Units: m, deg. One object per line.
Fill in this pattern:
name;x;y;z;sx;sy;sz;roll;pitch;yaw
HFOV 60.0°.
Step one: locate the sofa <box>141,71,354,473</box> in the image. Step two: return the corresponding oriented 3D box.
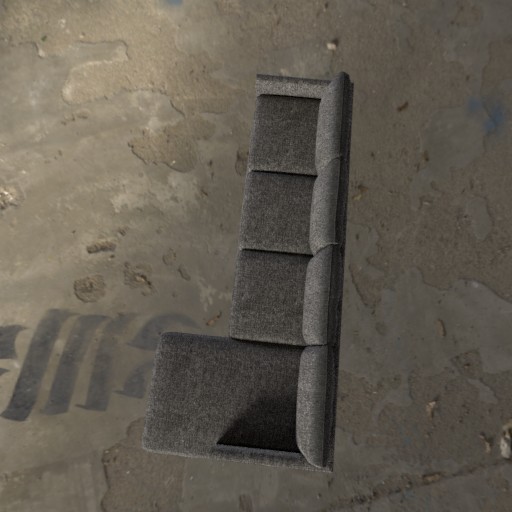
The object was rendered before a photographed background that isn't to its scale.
sofa;0.000;0.000;3.941;1.488;0.970;3.384;6;75;1
